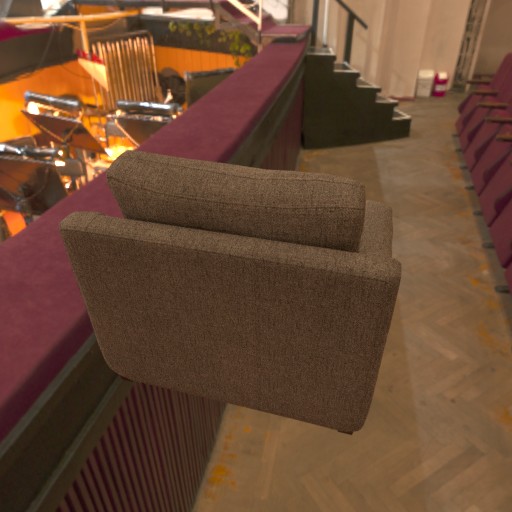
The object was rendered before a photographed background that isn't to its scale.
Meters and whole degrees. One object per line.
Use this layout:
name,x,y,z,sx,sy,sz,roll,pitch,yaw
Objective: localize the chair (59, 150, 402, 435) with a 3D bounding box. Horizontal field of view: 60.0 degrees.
chair,0.000,0.000,1.937,1.138,1.037,1.009,9,34,14
